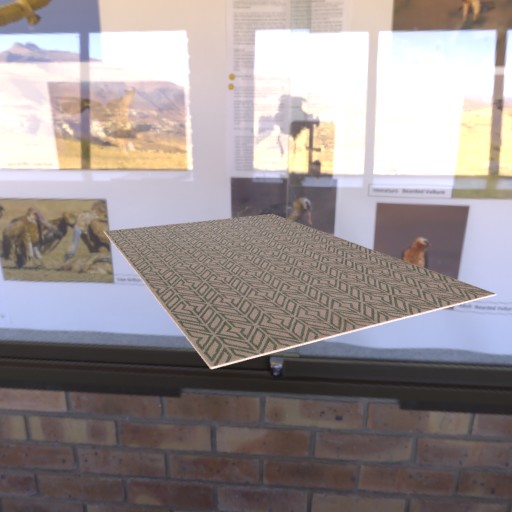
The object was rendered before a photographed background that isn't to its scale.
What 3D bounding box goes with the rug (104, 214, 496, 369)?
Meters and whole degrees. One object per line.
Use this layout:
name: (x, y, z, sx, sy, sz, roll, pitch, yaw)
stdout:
rug: (0.000, 0.000, 2.279, 1.220, 0.007, 1.828, -8, 19, -26)
